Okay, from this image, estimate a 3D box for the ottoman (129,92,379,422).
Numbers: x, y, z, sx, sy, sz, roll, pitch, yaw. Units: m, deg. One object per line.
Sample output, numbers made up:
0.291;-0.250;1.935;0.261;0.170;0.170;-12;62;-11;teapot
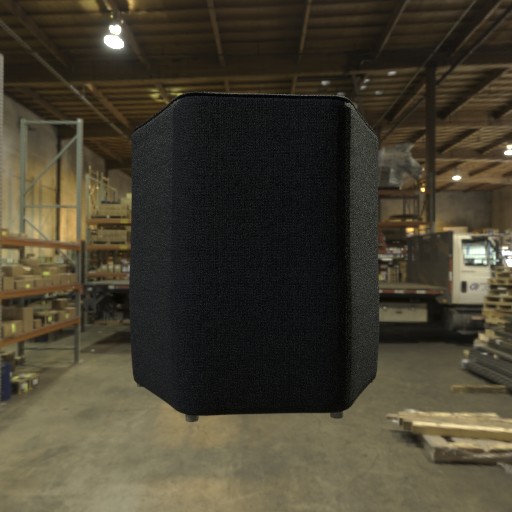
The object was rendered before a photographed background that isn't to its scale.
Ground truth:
0.000;0.000;0.879;0.492;0.505;0.454;0;-1;0;ottoman
